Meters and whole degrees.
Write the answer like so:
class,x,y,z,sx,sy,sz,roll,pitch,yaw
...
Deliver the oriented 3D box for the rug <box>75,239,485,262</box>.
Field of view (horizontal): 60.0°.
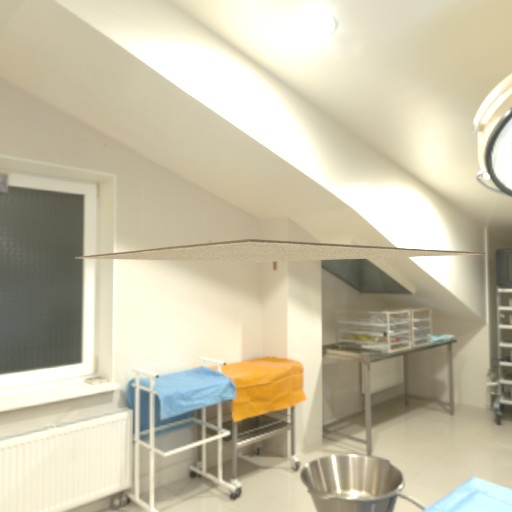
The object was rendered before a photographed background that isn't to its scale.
class,x,y,z,sx,sy,sz,roll,pitch,yaw
rug,0.000,0.000,3.901,2.288,0.018,2.895,2,-3,-37
